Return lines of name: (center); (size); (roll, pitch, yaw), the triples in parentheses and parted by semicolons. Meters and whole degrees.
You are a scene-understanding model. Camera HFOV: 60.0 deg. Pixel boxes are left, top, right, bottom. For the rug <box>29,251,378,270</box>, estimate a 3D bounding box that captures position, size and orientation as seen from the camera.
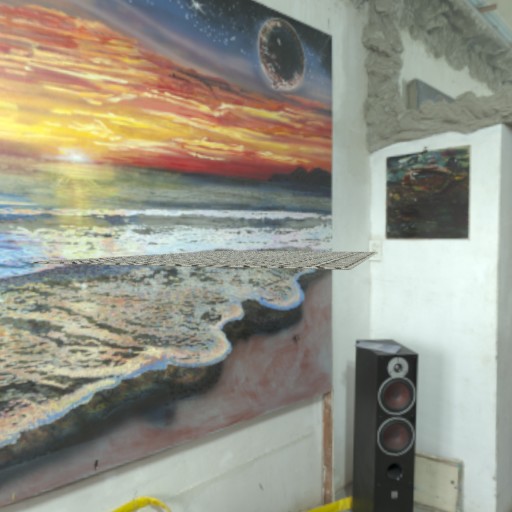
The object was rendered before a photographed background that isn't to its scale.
rug: (0.000, 0.000, 3.053); (1.523, 0.008, 2.438); (1, 2, 18)
